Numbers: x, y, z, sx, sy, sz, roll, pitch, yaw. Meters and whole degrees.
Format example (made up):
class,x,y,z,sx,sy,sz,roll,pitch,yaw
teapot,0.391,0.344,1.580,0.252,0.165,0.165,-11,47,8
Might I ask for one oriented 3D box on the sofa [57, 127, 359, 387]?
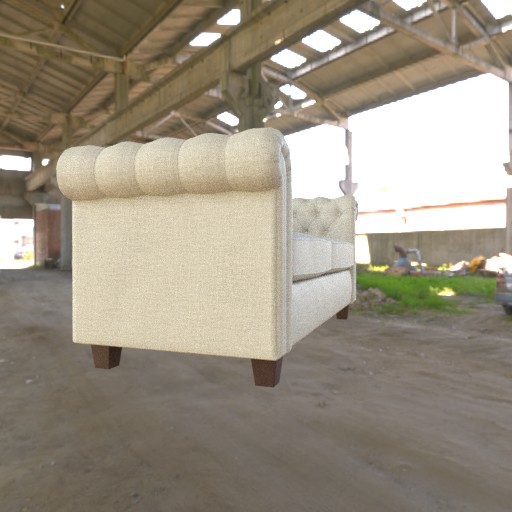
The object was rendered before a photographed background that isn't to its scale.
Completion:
class,x,y,z,sx,sy,sz,roll,pitch,yaw
sofa,0.000,0.000,2.190,0.783,0.797,1.798,0,1,20
